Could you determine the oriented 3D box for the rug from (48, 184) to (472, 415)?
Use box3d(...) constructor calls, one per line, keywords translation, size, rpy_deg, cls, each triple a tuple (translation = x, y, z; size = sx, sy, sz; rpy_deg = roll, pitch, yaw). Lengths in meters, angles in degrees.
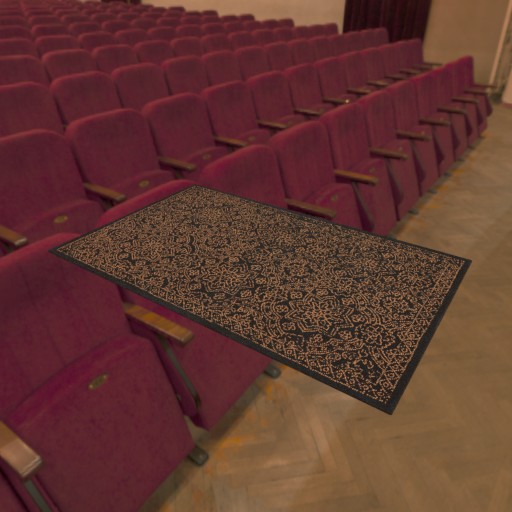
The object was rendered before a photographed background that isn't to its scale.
box3d(translation=(0.000, 0.000, 3.000), size=(2.441, 0.015, 1.526), rpy_deg=(19, 36, 29), cls="rug")
